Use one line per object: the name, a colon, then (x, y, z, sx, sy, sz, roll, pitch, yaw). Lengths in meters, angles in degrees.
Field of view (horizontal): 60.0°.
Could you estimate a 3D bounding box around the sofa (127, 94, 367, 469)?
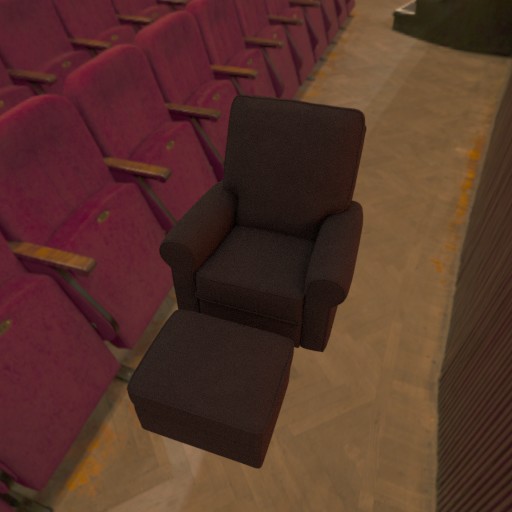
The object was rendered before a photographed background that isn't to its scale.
sofa: (0.000, 0.000, 2.016, 0.880, 0.959, 1.478, 13, 44, 14)
